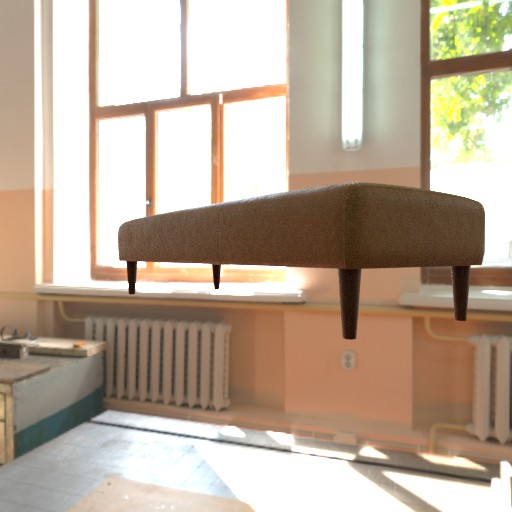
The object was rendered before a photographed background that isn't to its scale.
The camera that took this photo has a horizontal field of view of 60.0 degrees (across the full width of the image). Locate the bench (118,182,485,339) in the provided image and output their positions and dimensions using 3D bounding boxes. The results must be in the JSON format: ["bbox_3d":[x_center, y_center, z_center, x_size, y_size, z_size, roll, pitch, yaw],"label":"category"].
[{"bbox_3d":[0.000,0.000,1.838,0.653,0.399,1.610,0,0,-36],"label":"bench"}]
